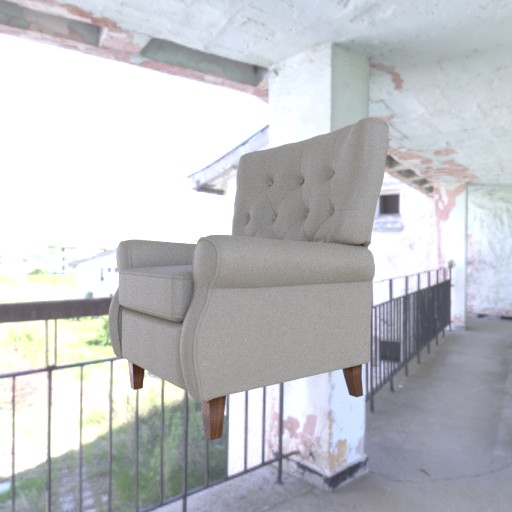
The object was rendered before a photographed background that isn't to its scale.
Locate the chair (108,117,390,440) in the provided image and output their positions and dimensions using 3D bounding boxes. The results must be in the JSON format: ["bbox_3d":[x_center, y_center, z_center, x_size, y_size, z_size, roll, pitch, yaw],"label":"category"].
[{"bbox_3d":[0.000,0.000,1.925,1.059,1.158,0.943,0,1,-37],"label":"chair"}]
